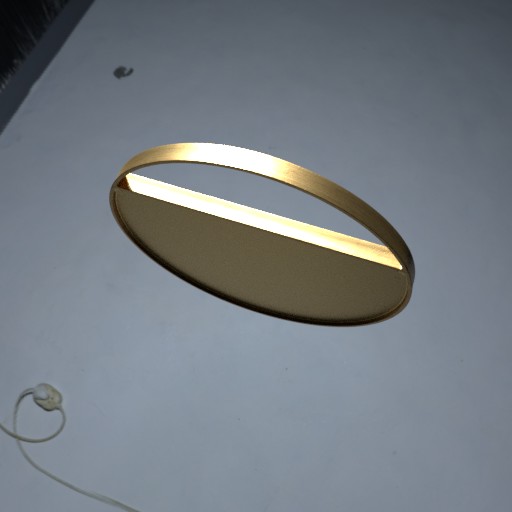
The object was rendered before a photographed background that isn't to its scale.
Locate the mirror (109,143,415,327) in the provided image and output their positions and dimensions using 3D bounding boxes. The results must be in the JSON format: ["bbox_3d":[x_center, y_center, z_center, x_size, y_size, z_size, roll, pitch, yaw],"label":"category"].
[{"bbox_3d":[0.000,0.000,0.832,0.565,0.565,0.032,17,65,8],"label":"mirror"}]
